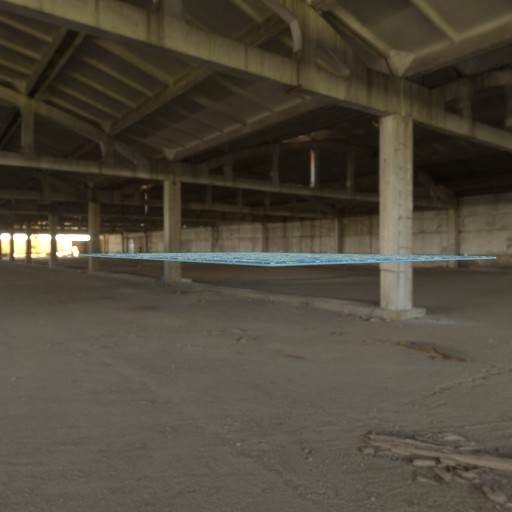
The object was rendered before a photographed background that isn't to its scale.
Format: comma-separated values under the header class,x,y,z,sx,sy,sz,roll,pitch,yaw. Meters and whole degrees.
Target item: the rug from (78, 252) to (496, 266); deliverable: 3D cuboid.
class,x,y,z,sx,sy,sz,roll,pitch,yaw
rug,0.000,0.000,2.778,1.554,0.012,2.205,-1,1,-37
